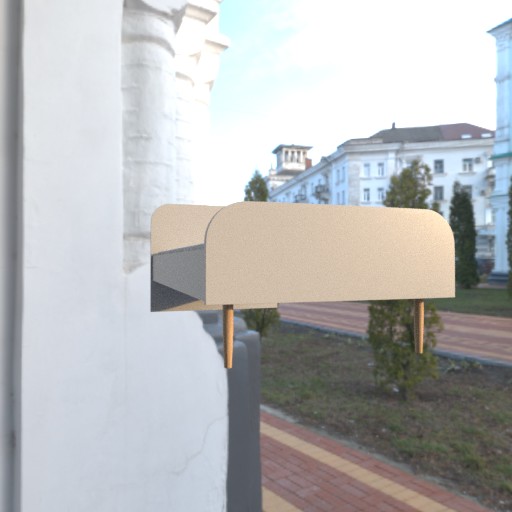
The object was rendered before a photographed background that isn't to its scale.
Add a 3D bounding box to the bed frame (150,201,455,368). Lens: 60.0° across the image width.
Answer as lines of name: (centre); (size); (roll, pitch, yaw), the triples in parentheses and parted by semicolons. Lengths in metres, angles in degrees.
bed frame: (0.000, 0.000, 2.520); (0.998, 0.805, 1.963); (0, -1, -18)
